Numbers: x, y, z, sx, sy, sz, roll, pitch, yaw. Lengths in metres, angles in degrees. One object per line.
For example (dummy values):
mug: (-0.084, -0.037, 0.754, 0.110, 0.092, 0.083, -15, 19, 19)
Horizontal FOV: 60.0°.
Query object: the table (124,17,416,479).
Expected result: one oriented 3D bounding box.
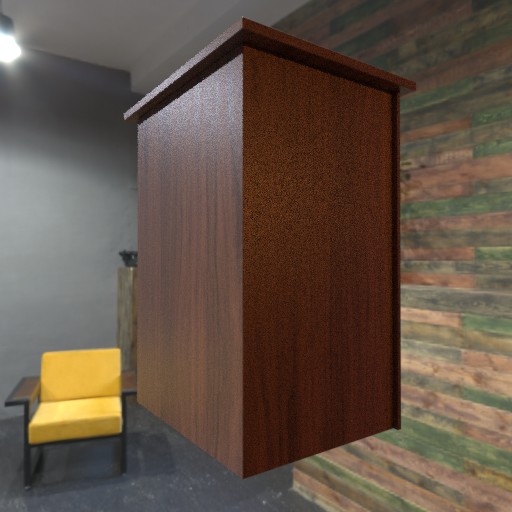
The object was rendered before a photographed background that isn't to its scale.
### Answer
table: (0.000, 0.000, 0.896, 0.381, 0.636, 0.480, 0, -1, -35)
